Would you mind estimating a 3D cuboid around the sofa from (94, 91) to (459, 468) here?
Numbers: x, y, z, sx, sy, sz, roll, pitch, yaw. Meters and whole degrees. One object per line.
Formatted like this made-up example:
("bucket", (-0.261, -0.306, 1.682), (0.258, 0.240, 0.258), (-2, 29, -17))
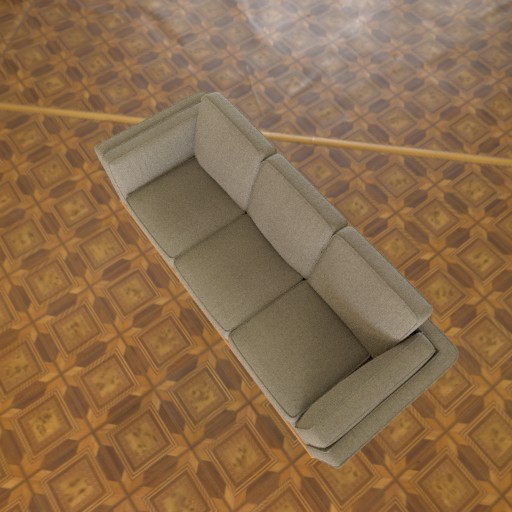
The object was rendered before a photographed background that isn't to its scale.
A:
("sofa", (0.000, 0.000, 2.753), (0.903, 0.899, 2.362), (-34, 69, -16))
